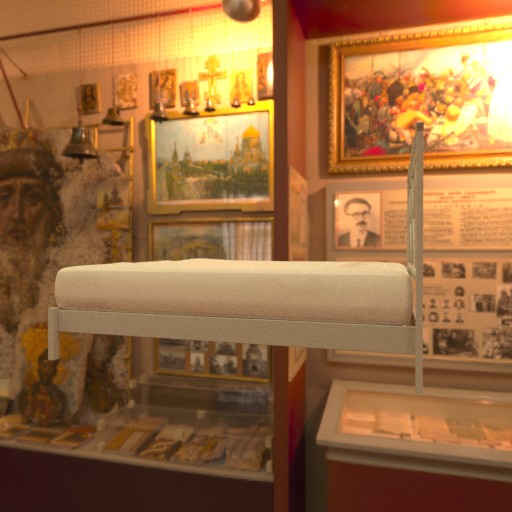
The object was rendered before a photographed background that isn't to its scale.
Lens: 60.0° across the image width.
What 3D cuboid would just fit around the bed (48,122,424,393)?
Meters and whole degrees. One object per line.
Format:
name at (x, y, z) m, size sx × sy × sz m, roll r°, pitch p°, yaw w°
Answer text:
bed at (0.000, 0.000, 3.150) m, size 2.135 × 1.253 × 1.673 m, roll 0°, pitch 1°, yaw 17°
